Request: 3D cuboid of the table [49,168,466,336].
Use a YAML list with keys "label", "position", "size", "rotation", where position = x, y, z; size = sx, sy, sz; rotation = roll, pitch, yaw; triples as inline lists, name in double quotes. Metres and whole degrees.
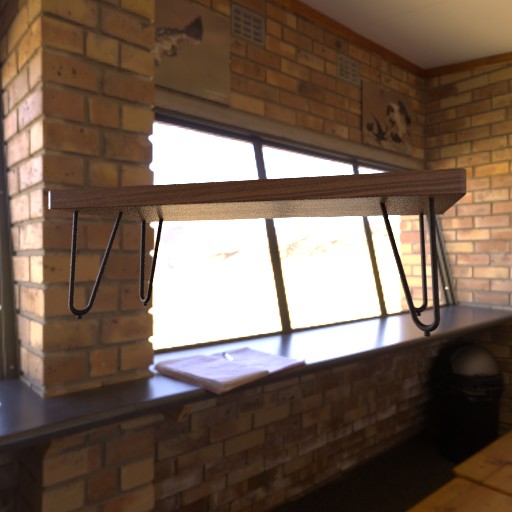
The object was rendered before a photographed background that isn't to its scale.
- label: "table"
  position: [0.000, 0.000, 1.682]
  size: [1.375, 0.468, 0.637]
  rotation: [0, 0, 17]
